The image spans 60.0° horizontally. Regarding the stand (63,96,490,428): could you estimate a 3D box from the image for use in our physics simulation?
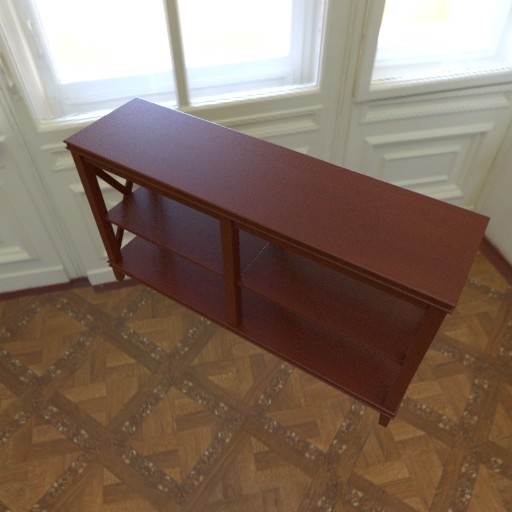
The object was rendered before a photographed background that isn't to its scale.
[{"bbox_3d":[0.000,0.000,1.703,1.372,0.762,0.381,24,52,21],"label":"stand"}]
